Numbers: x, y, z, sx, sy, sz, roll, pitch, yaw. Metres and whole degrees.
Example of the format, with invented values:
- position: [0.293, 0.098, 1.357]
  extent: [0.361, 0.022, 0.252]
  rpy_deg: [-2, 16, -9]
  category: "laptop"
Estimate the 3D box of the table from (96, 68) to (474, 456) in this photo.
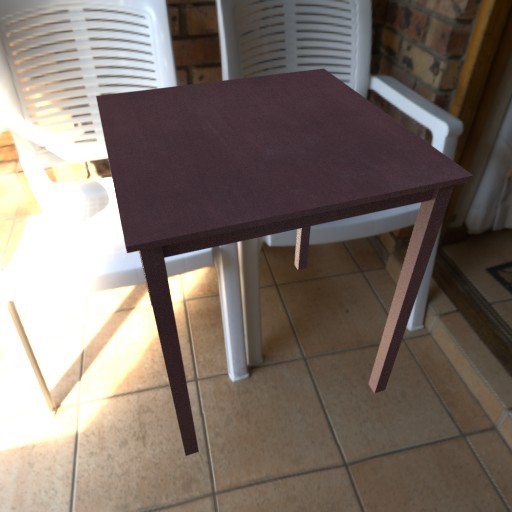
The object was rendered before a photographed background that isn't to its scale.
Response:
- position: [0.000, 0.000, 1.640]
  extent: [0.861, 0.991, 0.861]
  rpy_deg: [-13, 42, -14]
  category: "table"
